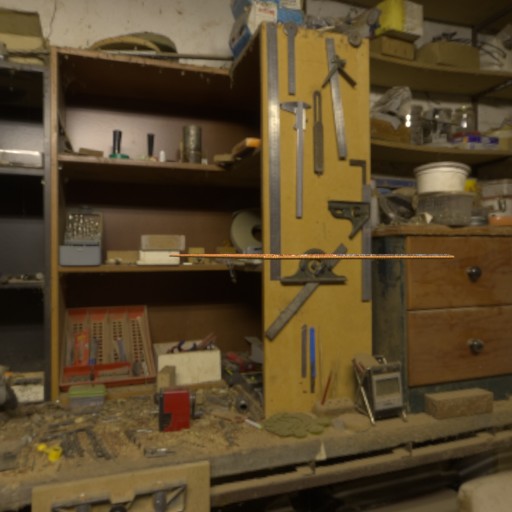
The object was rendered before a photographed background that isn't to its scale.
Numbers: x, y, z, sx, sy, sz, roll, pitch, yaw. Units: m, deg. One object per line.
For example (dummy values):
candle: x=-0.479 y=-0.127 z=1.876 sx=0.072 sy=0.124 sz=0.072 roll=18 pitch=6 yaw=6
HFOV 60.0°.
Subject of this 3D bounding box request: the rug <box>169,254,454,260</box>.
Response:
rug: x=0.000 y=0.000 z=1.991 sx=0.556 sy=0.013 sz=1.820 roll=0 pitch=0 yaw=-18
